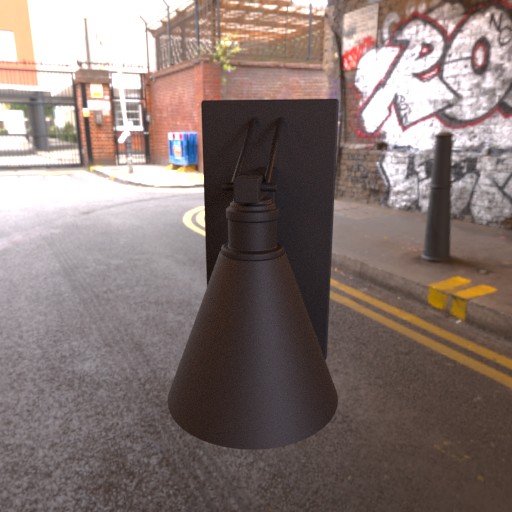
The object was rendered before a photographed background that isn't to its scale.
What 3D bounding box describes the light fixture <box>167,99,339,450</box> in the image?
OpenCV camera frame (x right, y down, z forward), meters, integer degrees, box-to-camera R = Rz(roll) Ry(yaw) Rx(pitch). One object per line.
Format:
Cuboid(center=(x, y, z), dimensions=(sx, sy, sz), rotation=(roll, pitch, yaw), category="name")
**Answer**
Cuboid(center=(0.000, 0.000, 0.430), dimensions=(0.170, 0.298, 0.207), rotation=(3, 16, 9), category="light fixture")
